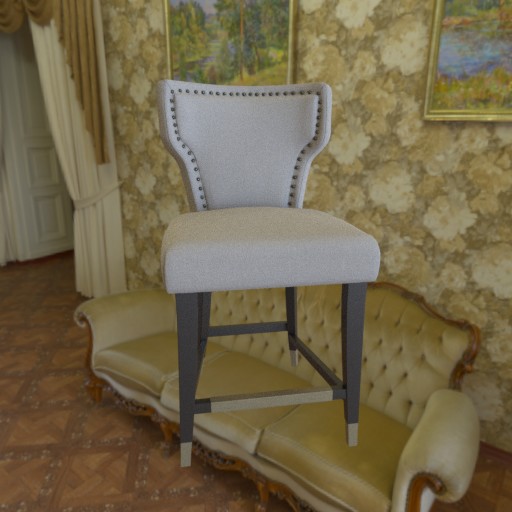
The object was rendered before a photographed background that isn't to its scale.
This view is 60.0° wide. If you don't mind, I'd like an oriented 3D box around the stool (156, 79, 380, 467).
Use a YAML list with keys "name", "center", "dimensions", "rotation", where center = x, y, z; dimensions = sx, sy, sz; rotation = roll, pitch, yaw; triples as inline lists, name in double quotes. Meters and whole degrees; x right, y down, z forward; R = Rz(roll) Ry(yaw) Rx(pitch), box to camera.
- name: "stool"
  center: [0.000, 0.000, 1.294]
  dimensions: [0.527, 0.982, 0.563]
  rotation: [-3, 17, -9]
